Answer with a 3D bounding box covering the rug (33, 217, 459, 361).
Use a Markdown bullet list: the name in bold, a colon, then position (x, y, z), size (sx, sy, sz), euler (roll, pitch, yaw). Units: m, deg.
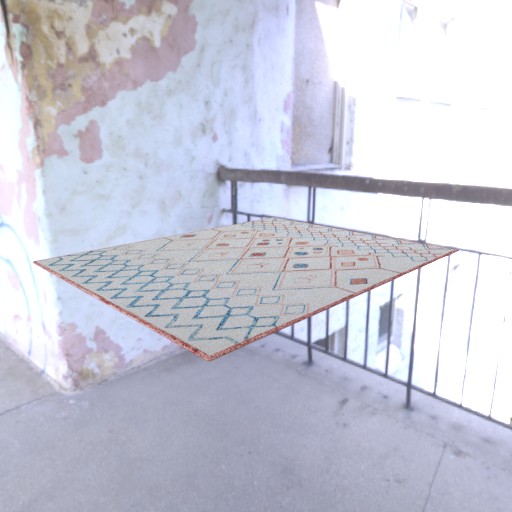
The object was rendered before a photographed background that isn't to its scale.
- **rug**: position (0.000, 0.000, 4.037), size (3.050, 0.016, 2.441), euler (-15, 21, -43)
